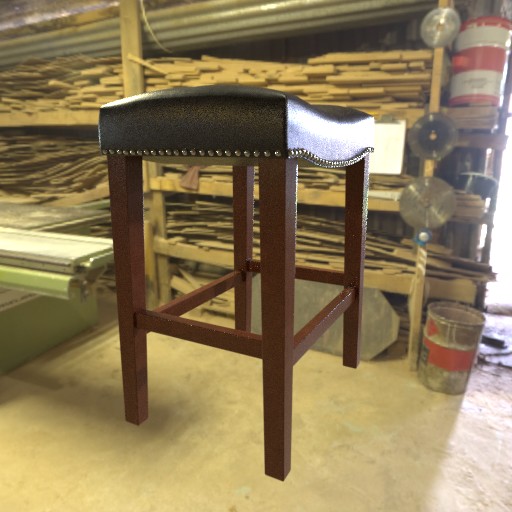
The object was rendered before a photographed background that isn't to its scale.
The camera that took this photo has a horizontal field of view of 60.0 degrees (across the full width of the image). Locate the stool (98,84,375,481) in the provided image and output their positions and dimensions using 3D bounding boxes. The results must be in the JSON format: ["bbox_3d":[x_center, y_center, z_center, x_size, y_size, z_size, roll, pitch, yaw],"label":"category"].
[{"bbox_3d":[0.000,0.000,0.968,0.372,0.654,0.504,7,16,27],"label":"stool"}]
